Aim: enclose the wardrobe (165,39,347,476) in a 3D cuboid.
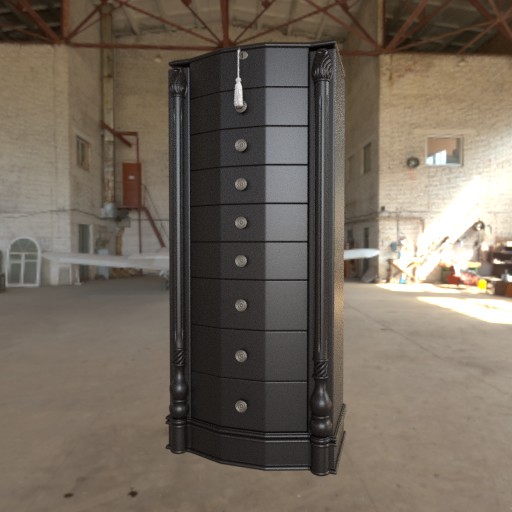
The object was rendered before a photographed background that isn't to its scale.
[{"bbox_3d":[0.000,0.000,1.163,0.444,1.011,0.295,1,2,17],"label":"wardrobe"}]
